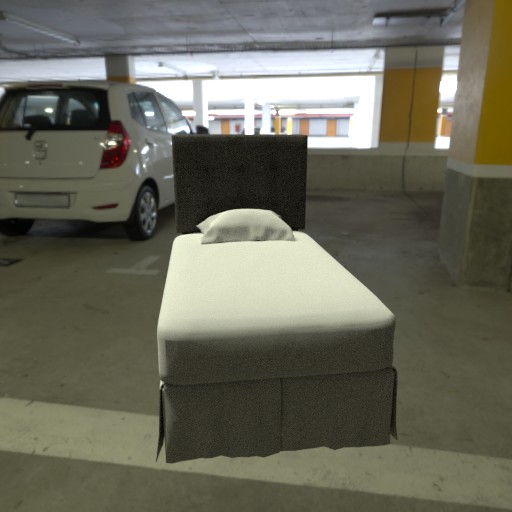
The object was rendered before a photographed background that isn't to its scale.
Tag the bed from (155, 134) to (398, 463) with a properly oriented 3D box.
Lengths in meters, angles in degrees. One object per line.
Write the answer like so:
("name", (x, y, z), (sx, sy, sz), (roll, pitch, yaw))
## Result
("bed", (0.000, 0.000, 2.979), (1.261, 1.571, 1.997), (-2, 16, -7))
